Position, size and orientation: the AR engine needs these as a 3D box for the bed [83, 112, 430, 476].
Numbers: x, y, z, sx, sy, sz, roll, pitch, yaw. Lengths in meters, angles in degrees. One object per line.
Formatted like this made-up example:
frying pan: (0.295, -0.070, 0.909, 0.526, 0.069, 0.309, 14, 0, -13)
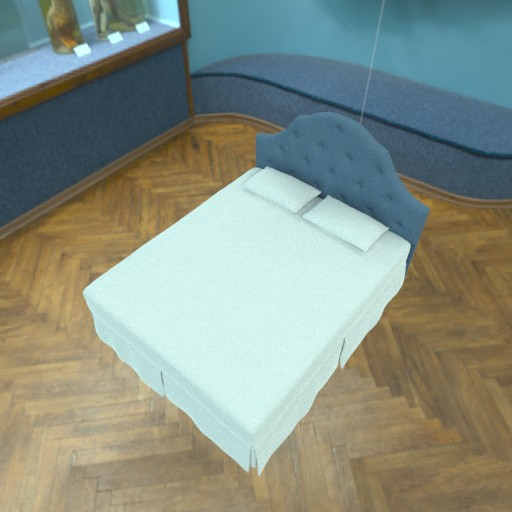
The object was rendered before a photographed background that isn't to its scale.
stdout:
bed: (0.000, 0.000, 3.876, 2.039, 1.617, 2.477, 31, 54, 26)
